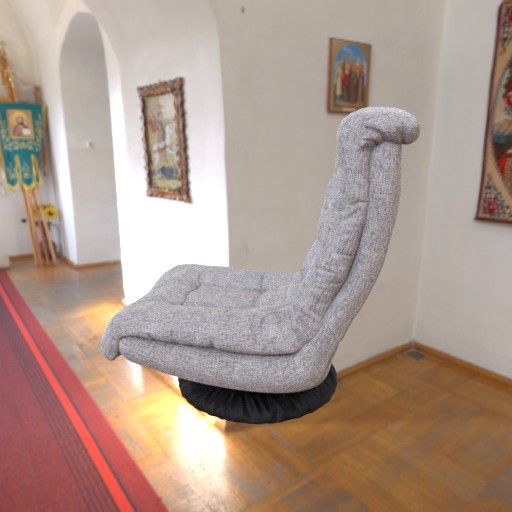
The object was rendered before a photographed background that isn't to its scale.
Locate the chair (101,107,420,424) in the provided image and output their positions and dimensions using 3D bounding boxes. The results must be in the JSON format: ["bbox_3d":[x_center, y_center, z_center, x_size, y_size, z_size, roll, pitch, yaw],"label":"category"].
[{"bbox_3d":[0.000,0.000,0.962,0.583,0.600,0.400,2,15,8],"label":"chair"}]
